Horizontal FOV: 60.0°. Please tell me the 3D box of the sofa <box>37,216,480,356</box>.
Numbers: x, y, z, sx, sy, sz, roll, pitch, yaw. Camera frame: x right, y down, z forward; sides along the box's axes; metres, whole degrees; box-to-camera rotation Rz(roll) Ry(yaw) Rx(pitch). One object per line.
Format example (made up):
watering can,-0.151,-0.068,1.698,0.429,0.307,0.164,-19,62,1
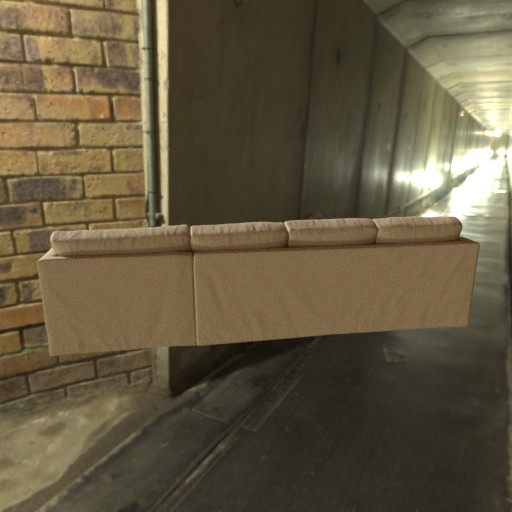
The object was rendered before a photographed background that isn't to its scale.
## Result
sofa,0.000,0.000,3.939,3.206,0.871,1.622,-2,16,-9
